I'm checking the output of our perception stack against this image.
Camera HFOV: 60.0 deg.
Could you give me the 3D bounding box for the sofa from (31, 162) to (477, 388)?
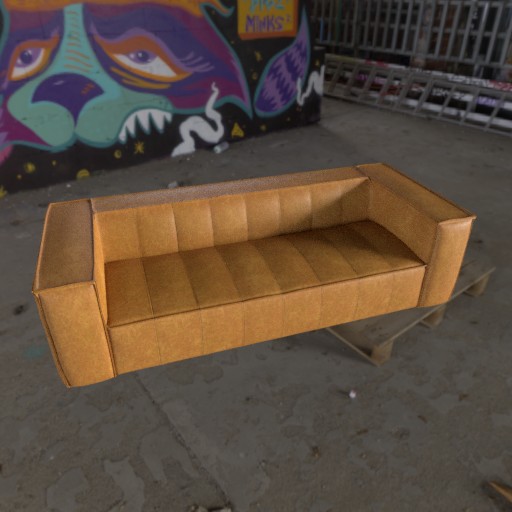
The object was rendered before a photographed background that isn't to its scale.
[{"bbox_3d":[0.000,0.000,2.987,2.581,0.701,1.102,-10,33,-15],"label":"sofa"}]
